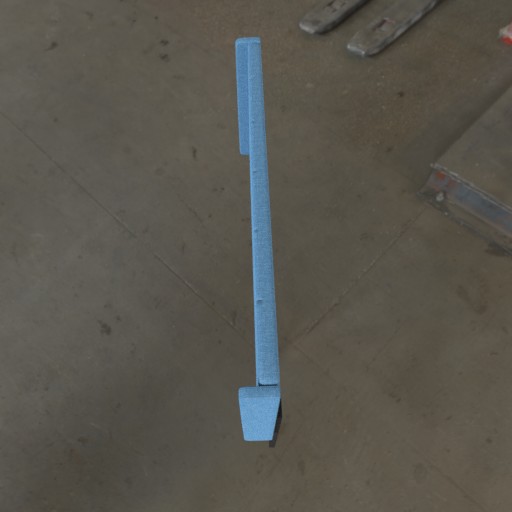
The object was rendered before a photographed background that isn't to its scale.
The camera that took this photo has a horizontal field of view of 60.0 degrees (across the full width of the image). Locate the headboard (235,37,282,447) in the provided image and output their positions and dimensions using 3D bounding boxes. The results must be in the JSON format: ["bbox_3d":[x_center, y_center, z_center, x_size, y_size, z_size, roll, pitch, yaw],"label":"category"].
[{"bbox_3d":[0.000,0.000,2.697,0.184,1.524,2.051,-1,59,-1],"label":"headboard"}]
